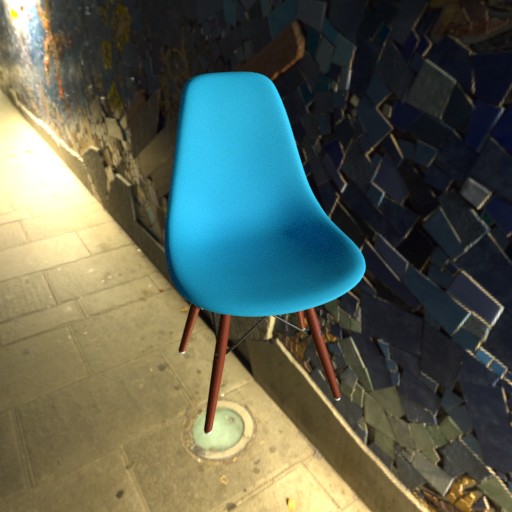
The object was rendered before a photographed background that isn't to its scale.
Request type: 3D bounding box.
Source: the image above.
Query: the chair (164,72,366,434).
[{"bbox_3d":[0.000,0.000,1.163,0.470,0.826,0.533,-9,32,-15],"label":"chair"}]
